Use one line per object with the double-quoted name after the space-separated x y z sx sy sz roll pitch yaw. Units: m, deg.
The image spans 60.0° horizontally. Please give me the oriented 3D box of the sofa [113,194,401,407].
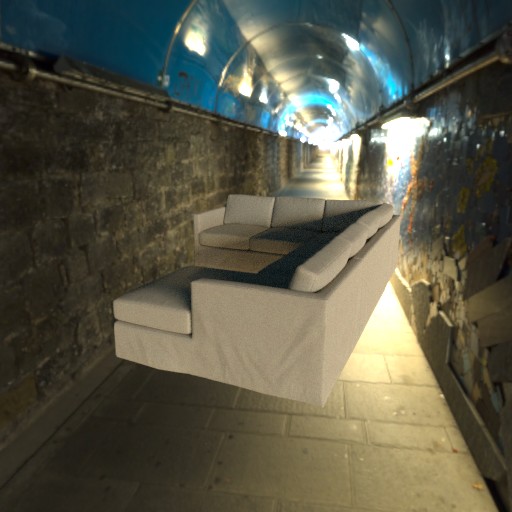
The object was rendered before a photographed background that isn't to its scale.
0.000 0.000 4.547 2.427 0.882 3.460 6 15 23 "sofa"
